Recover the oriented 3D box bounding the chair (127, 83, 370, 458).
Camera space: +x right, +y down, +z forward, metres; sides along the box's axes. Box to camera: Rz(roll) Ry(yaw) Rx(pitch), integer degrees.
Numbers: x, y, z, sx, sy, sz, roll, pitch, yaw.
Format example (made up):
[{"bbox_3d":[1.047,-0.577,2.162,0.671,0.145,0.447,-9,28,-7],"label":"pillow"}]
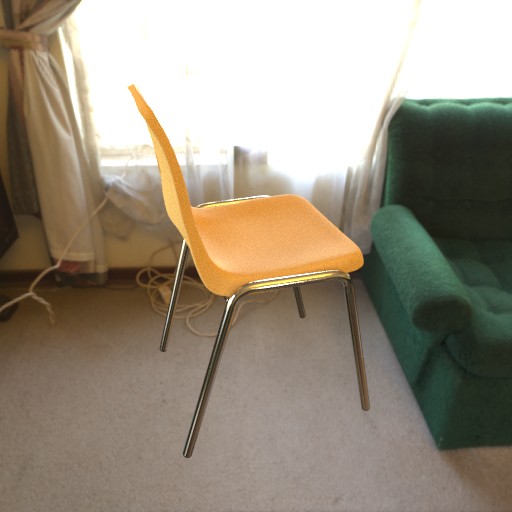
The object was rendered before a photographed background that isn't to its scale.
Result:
[{"bbox_3d":[0.000,0.000,0.945,0.436,0.704,0.381,-10,32,-16],"label":"chair"}]
